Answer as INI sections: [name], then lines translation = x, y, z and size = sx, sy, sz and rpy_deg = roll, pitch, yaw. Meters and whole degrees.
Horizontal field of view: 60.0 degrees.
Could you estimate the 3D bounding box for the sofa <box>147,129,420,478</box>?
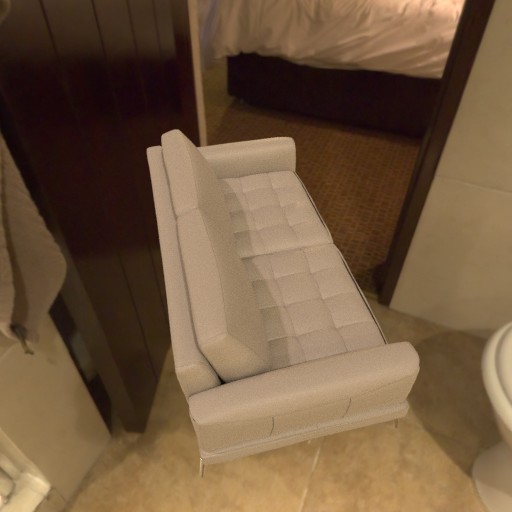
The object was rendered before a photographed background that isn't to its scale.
[sofa]
translation = 0.000, 0.000, 2.756
size = 1.121, 0.930, 2.177
rpy_deg = -10, 46, -10
